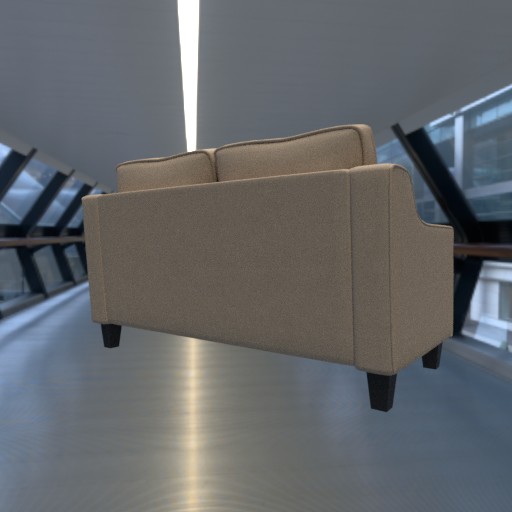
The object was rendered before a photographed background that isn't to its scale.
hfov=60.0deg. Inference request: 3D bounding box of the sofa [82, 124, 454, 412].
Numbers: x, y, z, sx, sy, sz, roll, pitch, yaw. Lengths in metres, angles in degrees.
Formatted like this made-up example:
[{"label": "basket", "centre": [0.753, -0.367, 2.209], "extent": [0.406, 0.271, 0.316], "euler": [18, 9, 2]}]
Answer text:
[{"label": "sofa", "centre": [0.000, 0.000, 3.415], "extent": [2.587, 1.562, 1.351], "euler": [1, 2, 36]}]
